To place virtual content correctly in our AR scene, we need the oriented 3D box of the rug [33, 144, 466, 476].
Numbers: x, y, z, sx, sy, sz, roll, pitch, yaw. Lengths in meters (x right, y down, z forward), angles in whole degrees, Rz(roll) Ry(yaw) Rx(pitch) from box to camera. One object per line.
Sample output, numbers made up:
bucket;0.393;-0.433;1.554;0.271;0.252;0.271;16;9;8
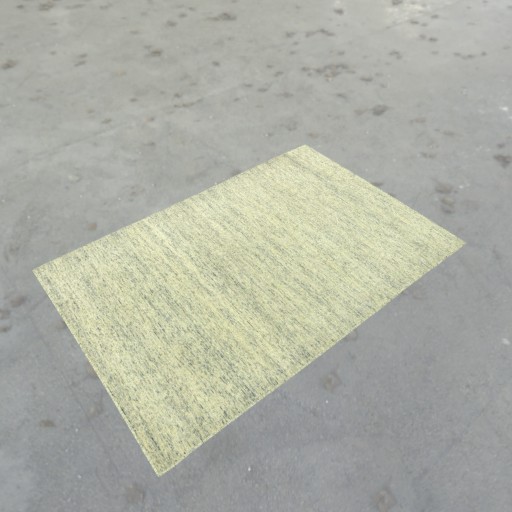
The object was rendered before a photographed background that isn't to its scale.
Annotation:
rug;0.000;0.000;2.258;1.846;0.014;1.243;-30;53;-26
